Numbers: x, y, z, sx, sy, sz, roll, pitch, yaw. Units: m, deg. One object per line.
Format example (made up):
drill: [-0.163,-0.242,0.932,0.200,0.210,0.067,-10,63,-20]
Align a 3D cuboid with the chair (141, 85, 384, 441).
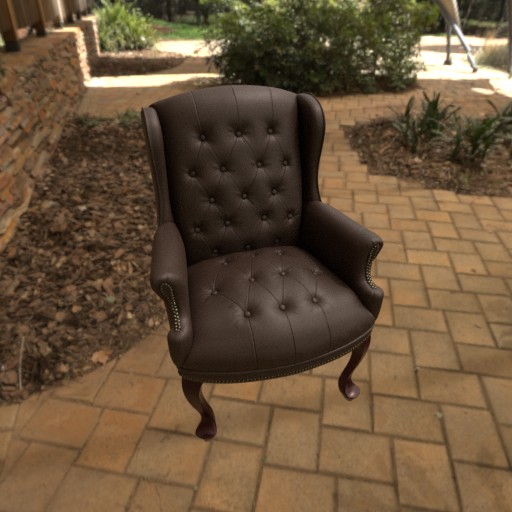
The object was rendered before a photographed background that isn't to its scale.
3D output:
chair: [0.000,0.000,1.705,0.829,1.132,0.819,-10,33,-16]
